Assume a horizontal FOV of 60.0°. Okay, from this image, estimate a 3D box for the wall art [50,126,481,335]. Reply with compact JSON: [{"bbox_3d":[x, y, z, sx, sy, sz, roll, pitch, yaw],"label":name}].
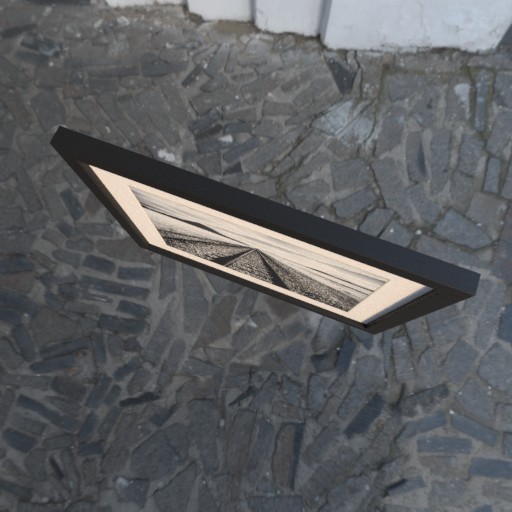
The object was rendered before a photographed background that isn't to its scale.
[{"bbox_3d":[0.000,0.000,0.767,0.559,0.458,0.029,20,75,6],"label":"wall art"}]
